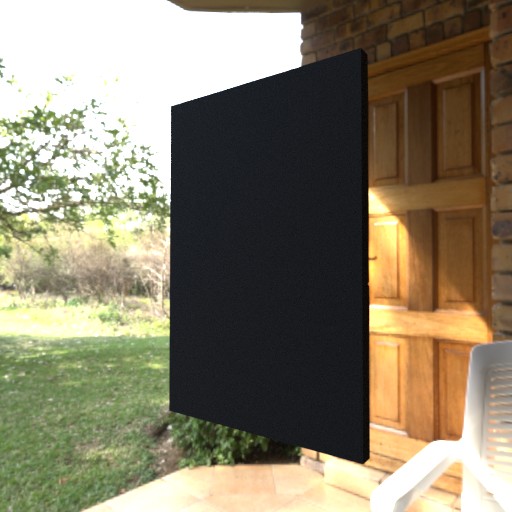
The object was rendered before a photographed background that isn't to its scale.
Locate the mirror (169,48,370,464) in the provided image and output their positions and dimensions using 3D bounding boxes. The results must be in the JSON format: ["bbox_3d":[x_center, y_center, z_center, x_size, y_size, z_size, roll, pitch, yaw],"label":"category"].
[{"bbox_3d":[0.000,0.000,1.166,0.606,0.912,0.044,-1,-2,36],"label":"mirror"}]
